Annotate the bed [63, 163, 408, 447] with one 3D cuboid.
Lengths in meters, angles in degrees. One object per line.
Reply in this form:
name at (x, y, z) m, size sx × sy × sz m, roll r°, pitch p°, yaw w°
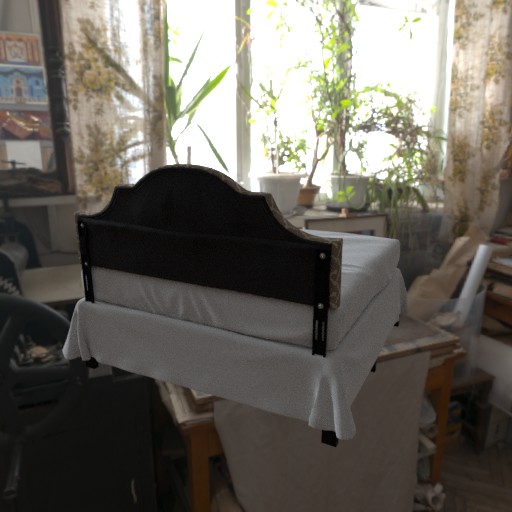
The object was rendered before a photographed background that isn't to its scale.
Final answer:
bed at (0.000, 0.000, 3.686) m, size 2.314 × 1.601 × 2.222 m, roll 8°, pitch 17°, yaw 27°
